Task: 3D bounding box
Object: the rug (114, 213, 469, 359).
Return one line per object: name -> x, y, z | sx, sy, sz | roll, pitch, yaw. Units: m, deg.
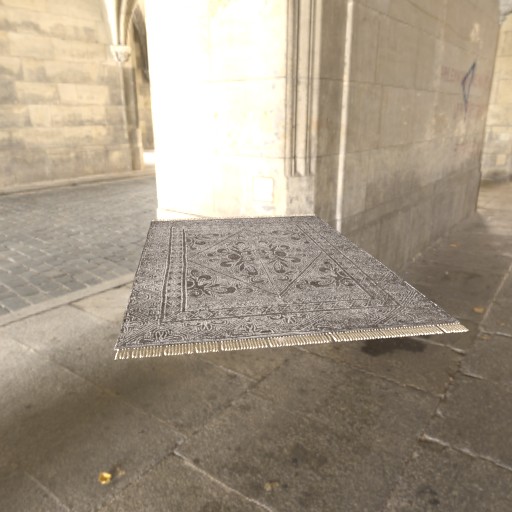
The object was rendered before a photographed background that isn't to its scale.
rug -> 0.000, 0.000, 2.976 | 1.529, 0.010, 2.440 | -3, 18, -9
